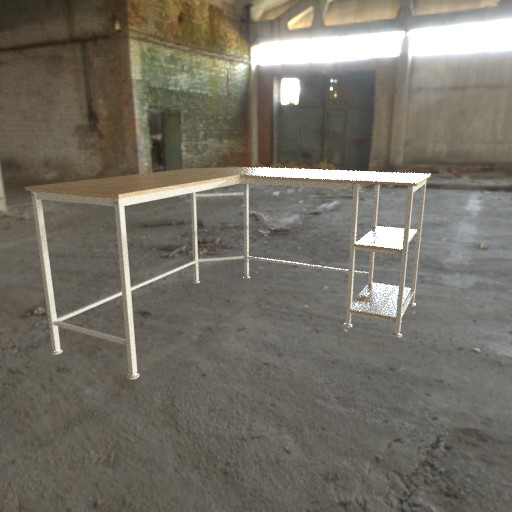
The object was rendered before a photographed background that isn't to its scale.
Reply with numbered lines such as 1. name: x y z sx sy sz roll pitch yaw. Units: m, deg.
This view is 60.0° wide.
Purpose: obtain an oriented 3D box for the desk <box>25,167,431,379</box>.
1. desk: 0.000 0.000 2.168 1.379 0.739 1.379 8 17 26
